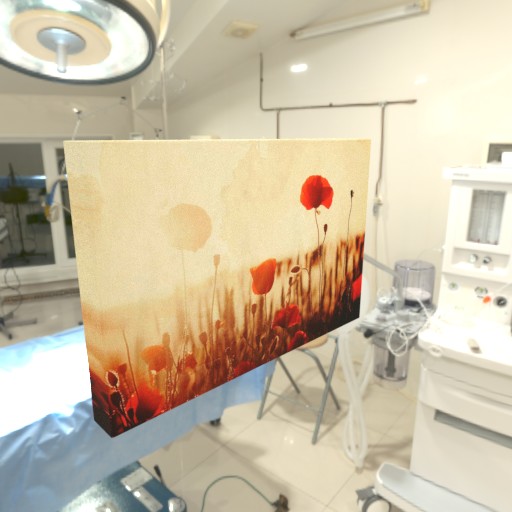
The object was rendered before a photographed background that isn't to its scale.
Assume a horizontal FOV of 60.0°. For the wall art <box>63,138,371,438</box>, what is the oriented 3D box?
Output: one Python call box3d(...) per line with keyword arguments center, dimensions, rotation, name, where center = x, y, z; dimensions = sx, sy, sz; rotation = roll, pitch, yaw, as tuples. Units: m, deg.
box3d(center=(0.000, 0.000, 0.493), dimensions=(0.383, 0.251, 0.037), rotation=(-14, 21, -42), name="wall art")
